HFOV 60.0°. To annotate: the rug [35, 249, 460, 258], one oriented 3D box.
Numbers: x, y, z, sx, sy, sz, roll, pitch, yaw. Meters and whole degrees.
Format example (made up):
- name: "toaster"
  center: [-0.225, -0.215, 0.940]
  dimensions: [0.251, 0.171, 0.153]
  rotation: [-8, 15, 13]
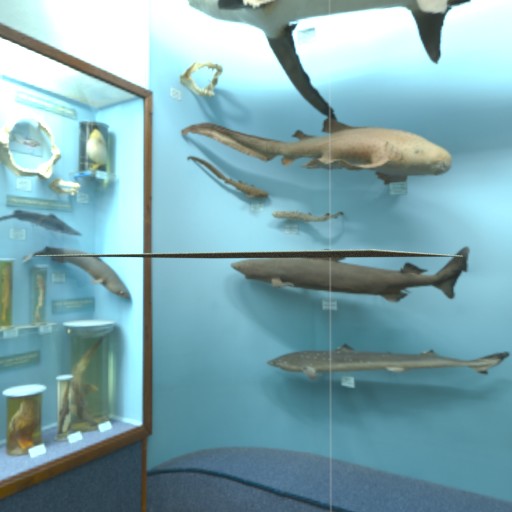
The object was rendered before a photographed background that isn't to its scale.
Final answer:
- name: "rug"
  center: [0.000, 0.000, 4.024]
  dimensions: [3.045, 0.008, 2.421]
  rotation: [-1, -1, 35]
